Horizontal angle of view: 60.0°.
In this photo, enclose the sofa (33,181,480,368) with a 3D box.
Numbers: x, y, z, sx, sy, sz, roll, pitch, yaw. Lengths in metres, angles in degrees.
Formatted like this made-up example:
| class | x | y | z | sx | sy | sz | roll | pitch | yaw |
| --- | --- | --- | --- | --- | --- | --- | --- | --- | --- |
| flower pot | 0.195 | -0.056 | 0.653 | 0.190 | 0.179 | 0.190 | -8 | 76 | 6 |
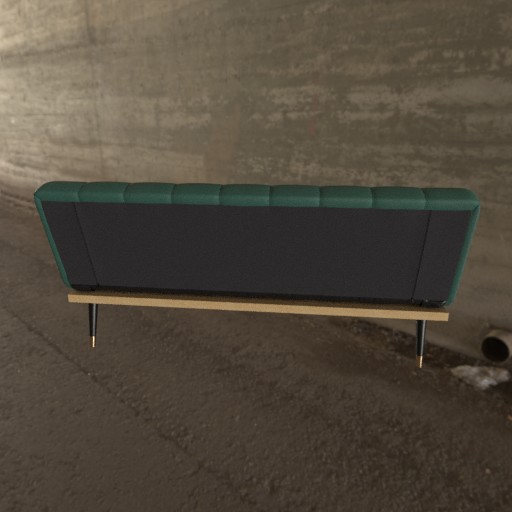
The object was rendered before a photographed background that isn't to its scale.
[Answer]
| class | x | y | z | sx | sy | sz | roll | pitch | yaw |
| --- | --- | --- | --- | --- | --- | --- | --- | --- | --- |
| sofa | 0.000 | 0.000 | 2.259 | 1.810 | 0.820 | 0.830 | 2 | 17 | 7 |
